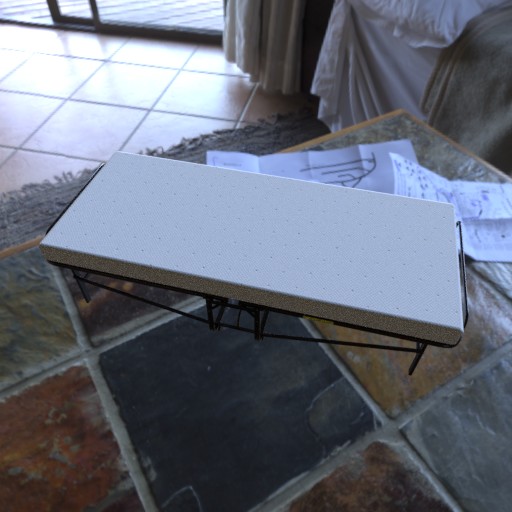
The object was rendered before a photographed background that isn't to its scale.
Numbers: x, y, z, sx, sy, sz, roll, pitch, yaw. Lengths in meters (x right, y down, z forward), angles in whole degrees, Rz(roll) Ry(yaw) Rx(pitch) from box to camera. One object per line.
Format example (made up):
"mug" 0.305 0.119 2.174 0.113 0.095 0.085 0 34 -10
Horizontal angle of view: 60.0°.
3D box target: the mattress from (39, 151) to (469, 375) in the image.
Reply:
"mattress" 0.000 0.000 2.559 2.153 0.519 0.922 11 48 10
